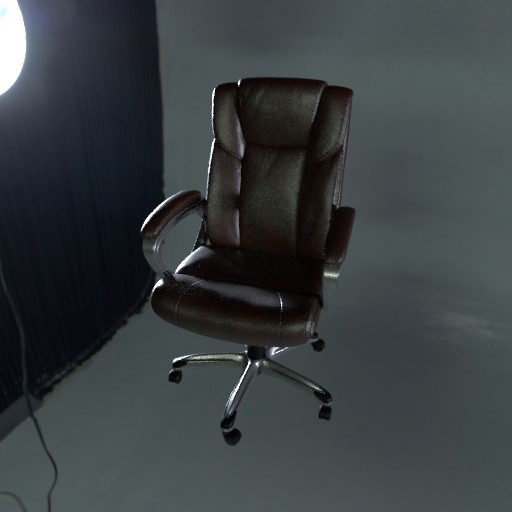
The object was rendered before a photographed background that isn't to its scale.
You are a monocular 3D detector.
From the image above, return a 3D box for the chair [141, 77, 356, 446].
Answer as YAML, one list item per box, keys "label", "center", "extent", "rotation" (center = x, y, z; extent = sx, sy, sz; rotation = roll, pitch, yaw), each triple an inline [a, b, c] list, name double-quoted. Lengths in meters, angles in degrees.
- label: "chair"
  center: [0.000, 0.000, 1.565]
  extent: [0.656, 1.128, 0.692]
  rotation: [8, 28, 16]
